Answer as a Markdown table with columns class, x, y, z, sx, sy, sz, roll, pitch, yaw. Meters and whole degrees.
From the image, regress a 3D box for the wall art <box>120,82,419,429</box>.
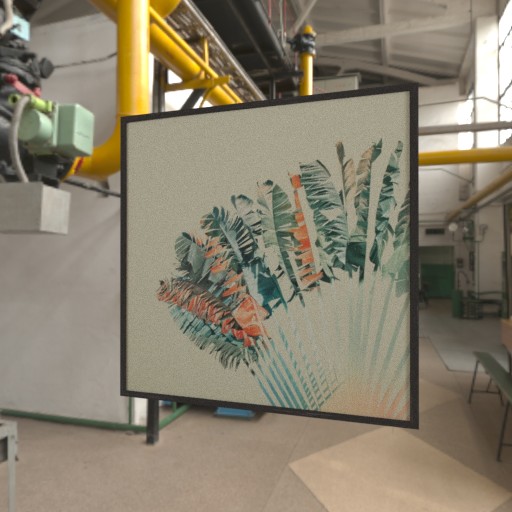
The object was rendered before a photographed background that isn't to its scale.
| class | x | y | z | sx | sy | sz | roll | pitch | yaw |
| --- | --- | --- | --- | --- | --- | --- | --- | --- | --- |
| wall art | 0.000 | 0.000 | 1.107 | 0.762 | 0.758 | 0.043 | 0 | 0 | 18 |
